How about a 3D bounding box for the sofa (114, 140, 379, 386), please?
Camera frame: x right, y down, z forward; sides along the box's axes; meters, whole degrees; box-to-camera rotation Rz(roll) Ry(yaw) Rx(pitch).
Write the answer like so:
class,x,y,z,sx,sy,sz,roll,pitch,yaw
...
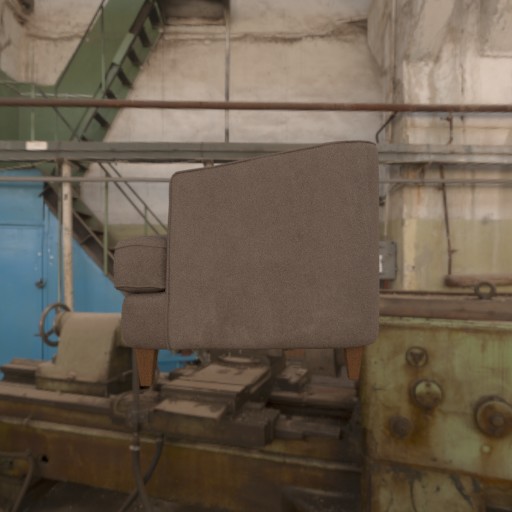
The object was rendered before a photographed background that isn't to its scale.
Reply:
class,x,y,z,sx,sy,sz,roll,pitch,yaw
sofa,0.000,0.000,2.270,0.941,0.855,1.733,0,0,1
